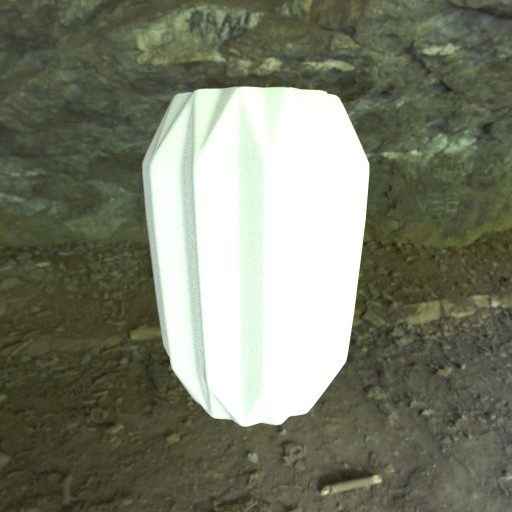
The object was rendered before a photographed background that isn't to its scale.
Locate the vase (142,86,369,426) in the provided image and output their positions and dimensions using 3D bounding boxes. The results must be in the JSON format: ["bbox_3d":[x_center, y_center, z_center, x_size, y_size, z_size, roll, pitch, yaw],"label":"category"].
[{"bbox_3d":[0.000,0.000,0.403,0.195,0.275,0.195,0,14,0],"label":"vase"}]
